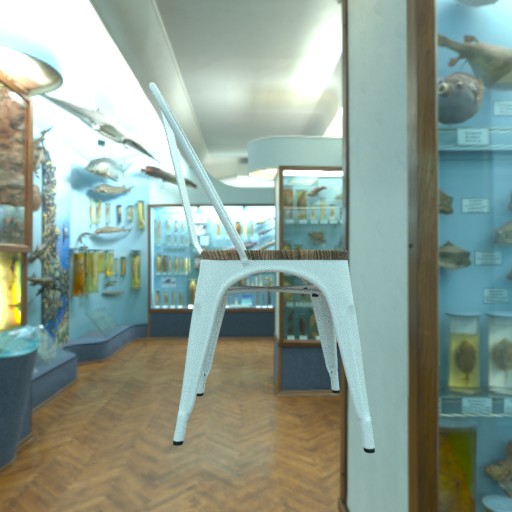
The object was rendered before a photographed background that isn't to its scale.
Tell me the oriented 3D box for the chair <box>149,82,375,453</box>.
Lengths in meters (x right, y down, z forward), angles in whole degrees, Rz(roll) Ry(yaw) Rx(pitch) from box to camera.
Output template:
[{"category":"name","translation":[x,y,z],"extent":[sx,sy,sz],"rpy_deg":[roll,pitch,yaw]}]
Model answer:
[{"category":"chair","translation":[0.000,0.000,1.183],"extent":[0.521,0.851,0.452],"rpy_deg":[0,0,1]}]
